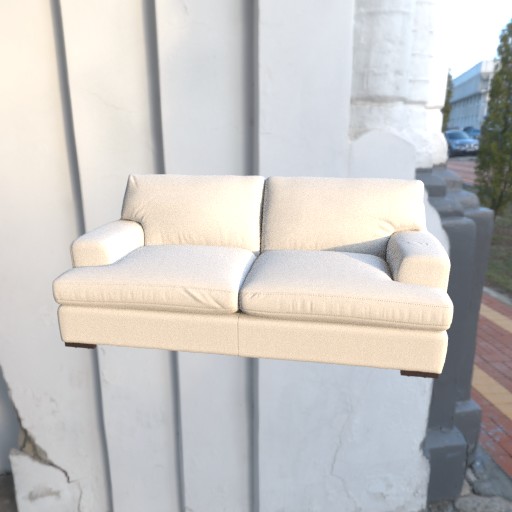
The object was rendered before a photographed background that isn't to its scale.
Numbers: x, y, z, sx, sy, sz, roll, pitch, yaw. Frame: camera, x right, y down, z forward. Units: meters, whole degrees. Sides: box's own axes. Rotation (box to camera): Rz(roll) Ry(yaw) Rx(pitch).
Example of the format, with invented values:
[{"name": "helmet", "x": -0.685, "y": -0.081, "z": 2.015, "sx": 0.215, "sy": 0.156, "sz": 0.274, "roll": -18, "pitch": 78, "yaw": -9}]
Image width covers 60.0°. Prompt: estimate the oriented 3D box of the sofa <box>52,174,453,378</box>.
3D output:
[{"name": "sofa", "x": 0.000, "y": 0.000, "z": 2.842, "sx": 2.261, "sy": 0.940, "sz": 1.143, "roll": 3, "pitch": 16, "yaw": 9}]
